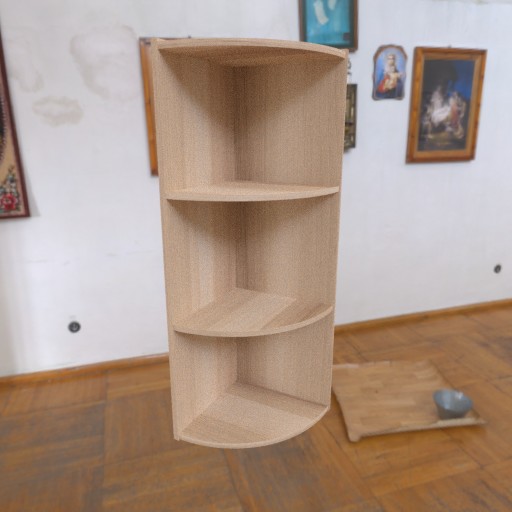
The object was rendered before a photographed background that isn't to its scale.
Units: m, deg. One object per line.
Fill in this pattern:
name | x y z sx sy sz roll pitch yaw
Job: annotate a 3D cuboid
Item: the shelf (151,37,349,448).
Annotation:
shelf | 0.000 0.000 0.997 0.290 0.872 0.290 8 18 27
